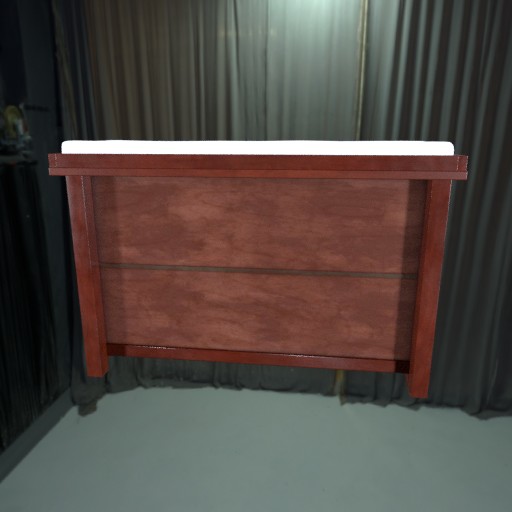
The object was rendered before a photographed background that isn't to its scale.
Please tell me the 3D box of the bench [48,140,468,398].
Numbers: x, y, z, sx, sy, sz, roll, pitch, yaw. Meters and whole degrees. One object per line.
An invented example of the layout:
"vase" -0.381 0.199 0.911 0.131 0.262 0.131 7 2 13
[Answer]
"bench" 0.000 0.000 1.281 0.987 0.646 0.369 2 15 7
